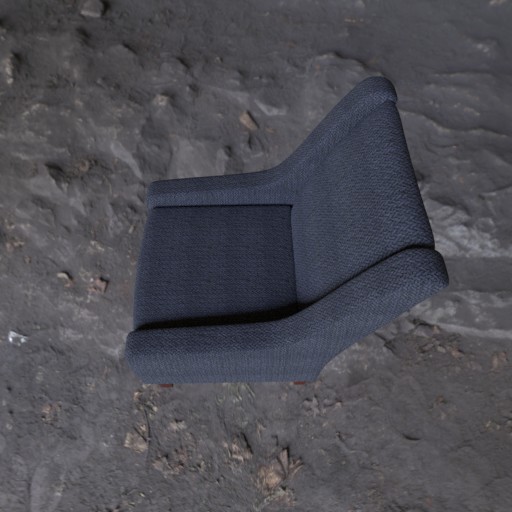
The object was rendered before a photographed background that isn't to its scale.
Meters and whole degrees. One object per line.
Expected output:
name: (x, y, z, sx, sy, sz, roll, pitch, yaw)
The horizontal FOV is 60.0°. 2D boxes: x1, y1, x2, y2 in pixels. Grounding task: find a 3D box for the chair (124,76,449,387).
chair: (0.000, 0.000, 1.691, 0.944, 1.012, 0.793, -1, 58, -1)
